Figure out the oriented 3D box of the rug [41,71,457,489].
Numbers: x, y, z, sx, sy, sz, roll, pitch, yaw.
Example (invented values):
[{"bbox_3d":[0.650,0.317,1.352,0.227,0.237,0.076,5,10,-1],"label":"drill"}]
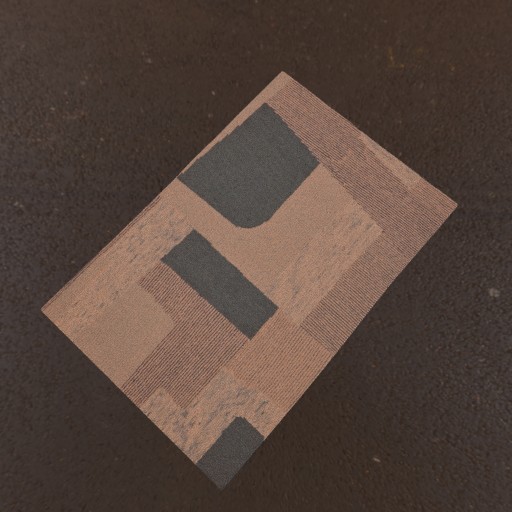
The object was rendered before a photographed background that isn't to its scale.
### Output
[{"bbox_3d":[0.000,0.000,2.284,1.238,0.020,1.847,41,79,10],"label":"rug"}]
